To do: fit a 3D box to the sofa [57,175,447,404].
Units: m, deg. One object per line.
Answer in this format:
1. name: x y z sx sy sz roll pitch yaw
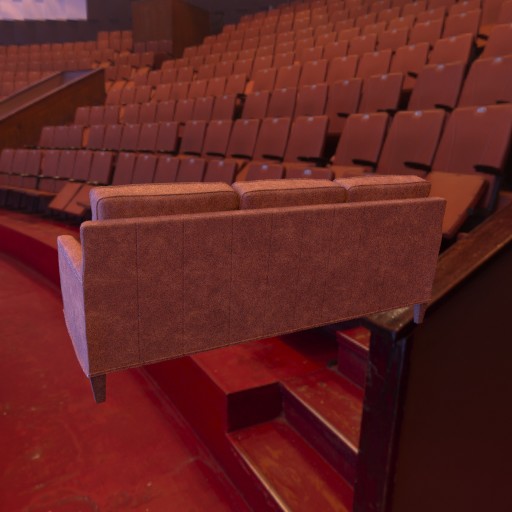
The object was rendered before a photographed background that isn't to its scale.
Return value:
1. sofa: 0.000 0.000 2.813 2.246 1.003 1.084 -7 15 -27
